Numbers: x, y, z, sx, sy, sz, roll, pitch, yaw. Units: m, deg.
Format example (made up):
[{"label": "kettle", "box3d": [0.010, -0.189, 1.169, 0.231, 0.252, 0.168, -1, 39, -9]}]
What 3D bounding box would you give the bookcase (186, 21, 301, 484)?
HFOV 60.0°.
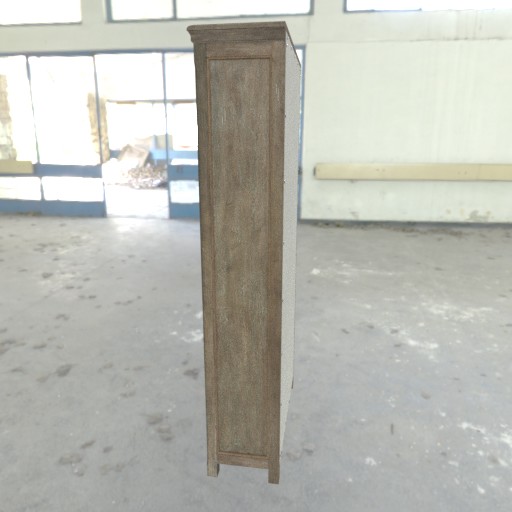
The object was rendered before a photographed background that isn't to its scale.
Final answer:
[{"label": "bookcase", "box3d": [0.000, 0.000, 2.182, 0.348, 1.880, 0.906, 2, 15, 9]}]
